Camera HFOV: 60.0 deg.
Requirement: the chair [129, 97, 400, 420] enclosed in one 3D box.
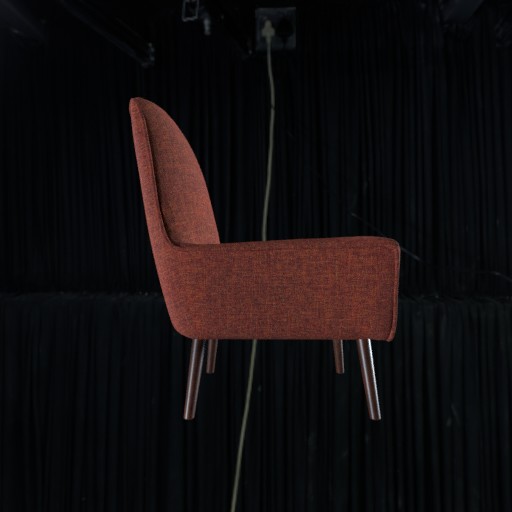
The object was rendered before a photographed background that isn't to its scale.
[{"bbox_3d":[0.000,0.000,1.504,0.784,0.911,0.803,0,-1,0],"label":"chair"}]
